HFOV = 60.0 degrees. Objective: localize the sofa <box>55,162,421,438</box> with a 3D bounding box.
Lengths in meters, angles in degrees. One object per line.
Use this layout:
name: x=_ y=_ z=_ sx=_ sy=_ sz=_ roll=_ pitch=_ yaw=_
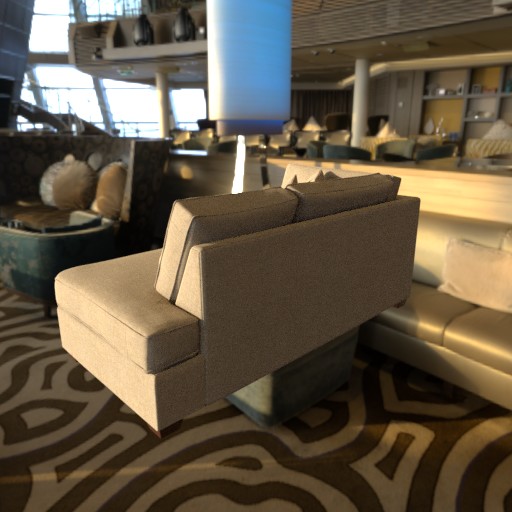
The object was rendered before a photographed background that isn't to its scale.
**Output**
sofa: x=0.000 y=0.000 z=2.857 sx=2.238 sy=1.019 sz=1.110 roll=-16 pitch=23 yaw=-42
